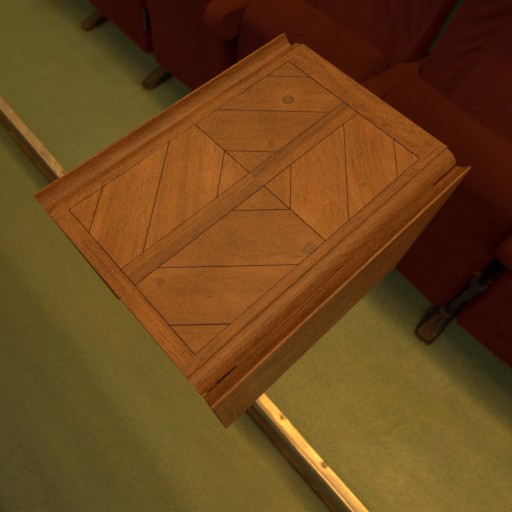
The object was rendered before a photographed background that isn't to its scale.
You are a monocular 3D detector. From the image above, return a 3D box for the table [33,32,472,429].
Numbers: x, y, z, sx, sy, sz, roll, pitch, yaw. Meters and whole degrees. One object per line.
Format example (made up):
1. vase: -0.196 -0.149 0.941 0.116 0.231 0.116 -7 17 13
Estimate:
1. table: 0.000 0.000 1.294 0.746 0.763 0.591 -40 70 -17
